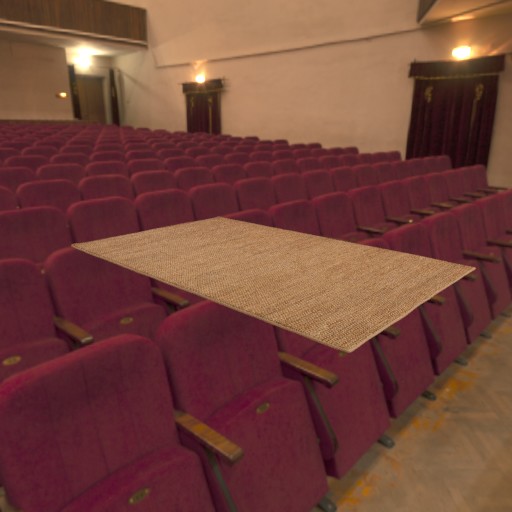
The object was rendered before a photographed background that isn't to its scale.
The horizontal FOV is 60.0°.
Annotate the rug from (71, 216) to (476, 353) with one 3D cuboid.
[{"bbox_3d":[0.000,0.000,3.104,2.438,0.034,1.521,15,22,41],"label":"rug"}]
